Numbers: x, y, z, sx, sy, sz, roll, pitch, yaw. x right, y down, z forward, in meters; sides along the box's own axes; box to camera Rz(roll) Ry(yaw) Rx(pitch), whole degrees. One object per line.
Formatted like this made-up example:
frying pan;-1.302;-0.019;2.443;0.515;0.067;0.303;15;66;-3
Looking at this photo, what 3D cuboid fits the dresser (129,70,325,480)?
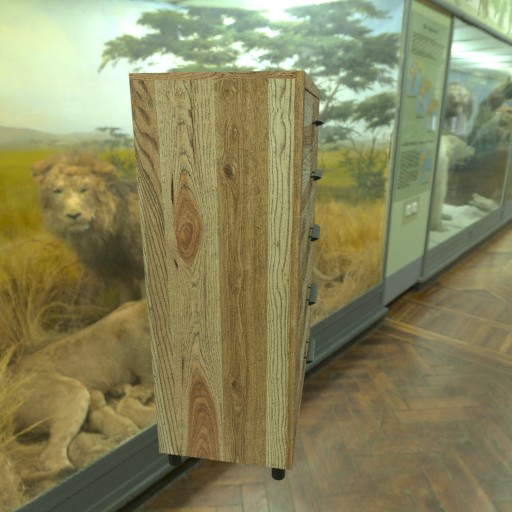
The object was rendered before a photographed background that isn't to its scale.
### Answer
dresser;0.000;0.000;1.716;0.480;1.243;0.966;3;18;10
